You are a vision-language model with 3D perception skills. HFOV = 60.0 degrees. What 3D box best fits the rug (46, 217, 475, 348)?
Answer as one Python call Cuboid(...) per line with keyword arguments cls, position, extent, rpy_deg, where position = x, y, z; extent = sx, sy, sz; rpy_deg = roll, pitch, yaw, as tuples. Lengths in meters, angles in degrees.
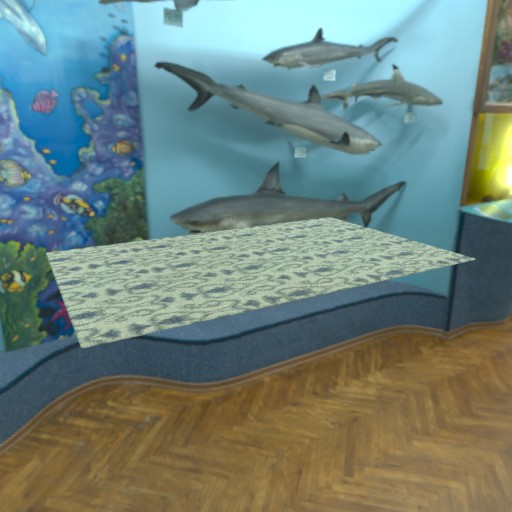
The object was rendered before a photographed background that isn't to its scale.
Cuboid(cls="rug", position=(0.000, 0.000, 2.002), extent=(1.652, 0.006, 1.035), rpy_deg=(-9, 19, -28))
